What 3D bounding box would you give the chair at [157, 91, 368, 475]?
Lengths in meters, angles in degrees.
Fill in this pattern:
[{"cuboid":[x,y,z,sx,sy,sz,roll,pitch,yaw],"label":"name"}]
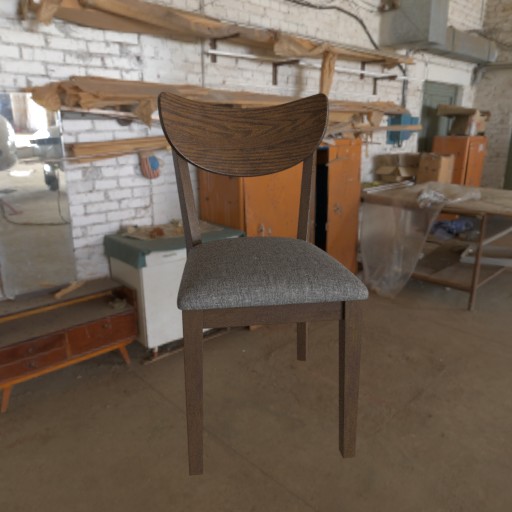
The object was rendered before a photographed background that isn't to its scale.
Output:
[{"cuboid":[0.000,0.000,1.184,0.491,0.849,0.583,-2,17,-8],"label":"chair"}]
